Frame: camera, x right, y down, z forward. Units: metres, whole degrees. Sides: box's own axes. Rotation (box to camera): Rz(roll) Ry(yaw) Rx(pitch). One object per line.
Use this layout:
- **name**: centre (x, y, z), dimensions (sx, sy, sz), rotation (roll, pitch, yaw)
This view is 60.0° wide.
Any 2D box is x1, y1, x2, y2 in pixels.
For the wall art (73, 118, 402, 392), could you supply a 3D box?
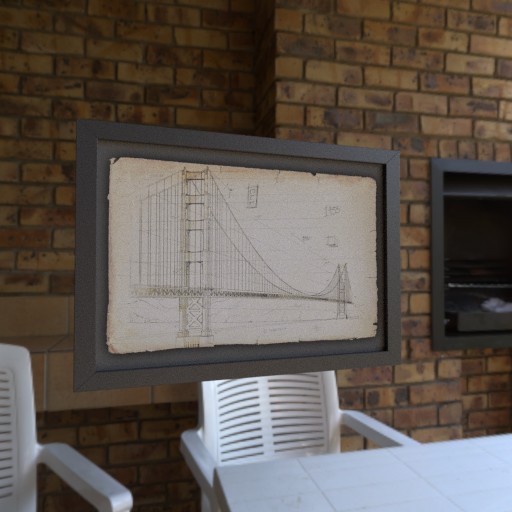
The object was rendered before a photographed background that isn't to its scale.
- **wall art**: centre (0.000, 0.000, 0.571), dimensions (0.432, 0.306, 0.016), rotation (0, -2, -19)
